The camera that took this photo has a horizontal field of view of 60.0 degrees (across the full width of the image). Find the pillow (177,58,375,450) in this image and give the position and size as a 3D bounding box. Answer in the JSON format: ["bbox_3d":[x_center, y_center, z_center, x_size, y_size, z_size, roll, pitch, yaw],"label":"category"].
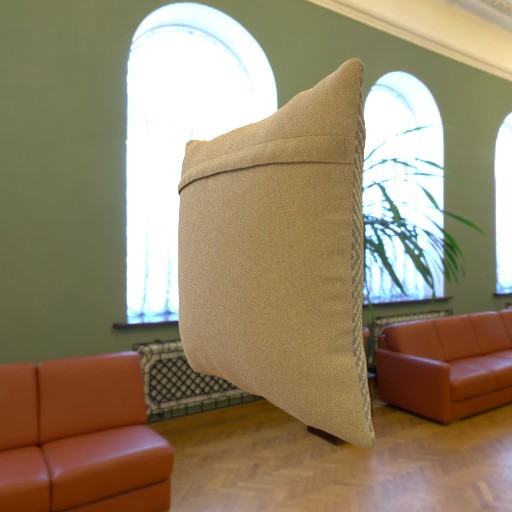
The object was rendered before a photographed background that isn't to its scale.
[{"bbox_3d":[0.000,0.000,0.699,0.181,0.458,0.459,0,0,-34],"label":"pillow"}]
